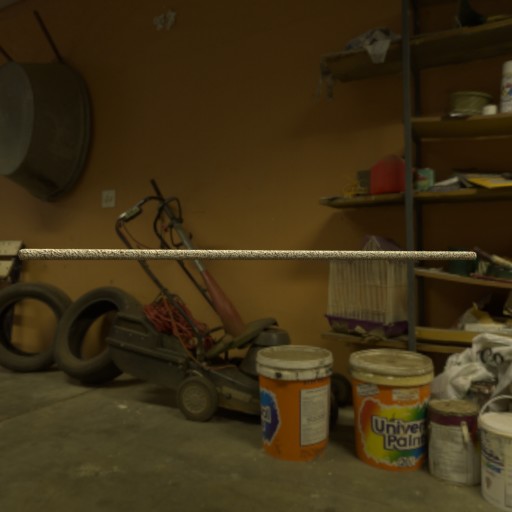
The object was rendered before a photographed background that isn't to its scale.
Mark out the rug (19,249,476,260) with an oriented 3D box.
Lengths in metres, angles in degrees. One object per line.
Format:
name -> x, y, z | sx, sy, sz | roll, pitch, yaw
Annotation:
rug -> 0.000, 0.000, 1.700 | 1.524, 0.030, 0.609 | 0, 0, -17
